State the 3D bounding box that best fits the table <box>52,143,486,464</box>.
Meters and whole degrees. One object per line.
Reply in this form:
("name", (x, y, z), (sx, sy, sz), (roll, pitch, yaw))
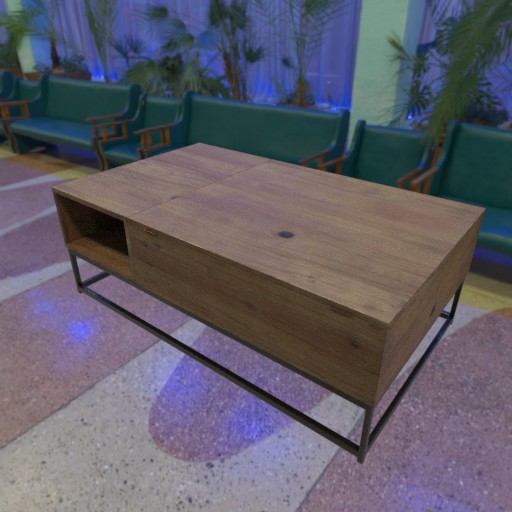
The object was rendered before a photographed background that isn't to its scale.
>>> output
("table", (0.000, 0.000, 1.391), (1.101, 0.395, 0.655), (21, 35, 33))
